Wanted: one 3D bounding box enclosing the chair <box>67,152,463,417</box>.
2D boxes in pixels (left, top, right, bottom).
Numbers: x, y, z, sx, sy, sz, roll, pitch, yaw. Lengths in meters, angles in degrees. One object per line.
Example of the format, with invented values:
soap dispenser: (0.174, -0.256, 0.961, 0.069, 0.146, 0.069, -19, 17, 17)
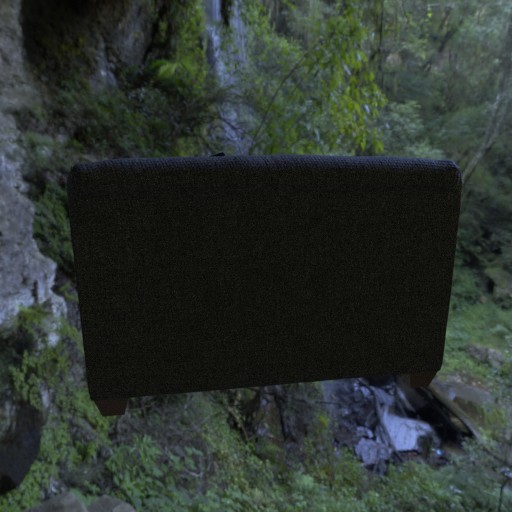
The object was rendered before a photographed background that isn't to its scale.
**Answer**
chair: (0.000, 0.000, 2.046, 1.383, 0.948, 1.000, -2, 15, -9)
